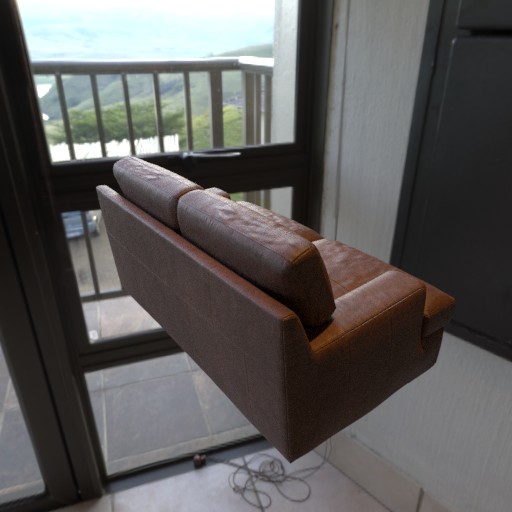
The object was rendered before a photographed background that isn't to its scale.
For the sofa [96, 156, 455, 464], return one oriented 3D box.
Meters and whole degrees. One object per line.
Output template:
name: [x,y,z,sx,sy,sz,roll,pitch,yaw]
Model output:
sofa: [0.000,0.000,2.504,1.143,0.939,1.880,-18,32,-32]
